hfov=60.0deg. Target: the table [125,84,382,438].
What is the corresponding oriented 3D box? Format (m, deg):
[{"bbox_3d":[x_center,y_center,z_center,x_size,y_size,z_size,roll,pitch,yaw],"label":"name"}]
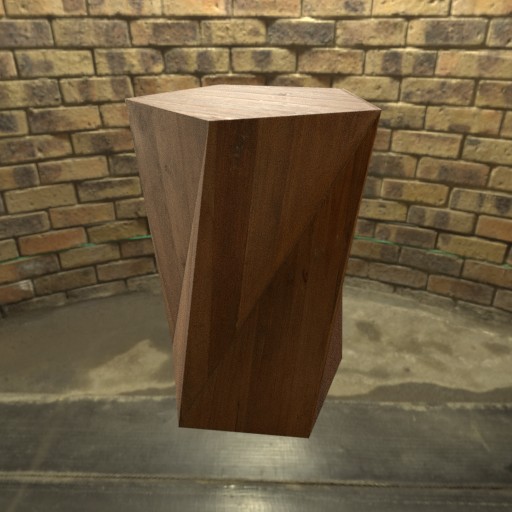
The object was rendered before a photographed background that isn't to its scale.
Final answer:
[{"bbox_3d":[0.000,0.000,0.891,0.441,0.604,0.425,-19,32,-32],"label":"table"}]
